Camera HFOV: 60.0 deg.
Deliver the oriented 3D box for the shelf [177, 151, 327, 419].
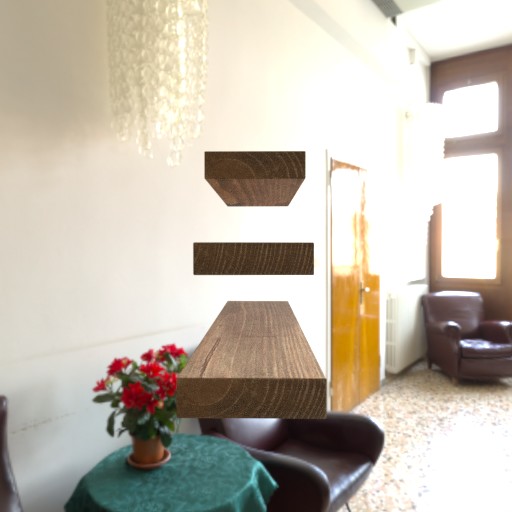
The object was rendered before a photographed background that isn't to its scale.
[{"bbox_3d":[0.000,0.000,0.714,0.140,0.293,0.610,0,1,1],"label":"shelf"}]
